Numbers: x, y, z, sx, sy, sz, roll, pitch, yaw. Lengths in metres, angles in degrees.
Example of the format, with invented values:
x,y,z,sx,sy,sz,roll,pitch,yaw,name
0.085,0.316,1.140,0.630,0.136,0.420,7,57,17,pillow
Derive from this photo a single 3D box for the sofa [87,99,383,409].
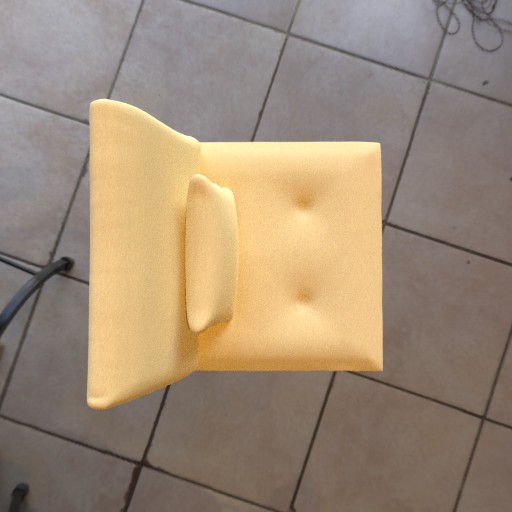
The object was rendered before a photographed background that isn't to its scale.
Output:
x,y,z,sx,sy,sz,roll,pitch,yaw,name
0.000,0.000,1.662,1.000,0.820,0.930,0,89,1,sofa
